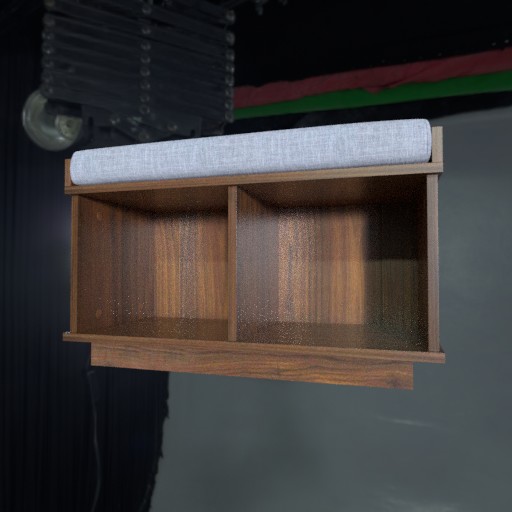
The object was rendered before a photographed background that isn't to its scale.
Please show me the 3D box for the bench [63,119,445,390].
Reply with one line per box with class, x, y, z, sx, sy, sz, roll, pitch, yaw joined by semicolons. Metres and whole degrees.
bench;0.000;0.000;0.979;0.734;0.461;0.362;0;-2;17
